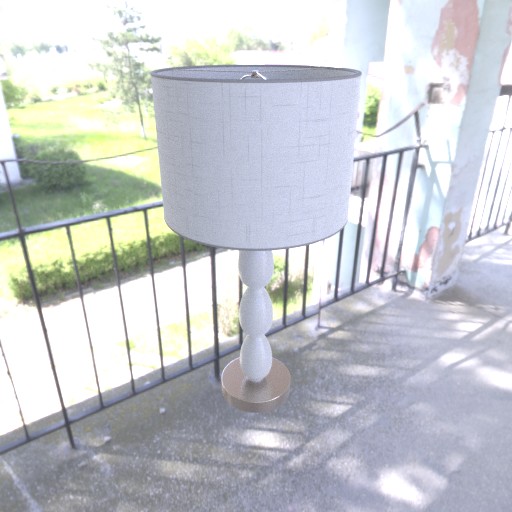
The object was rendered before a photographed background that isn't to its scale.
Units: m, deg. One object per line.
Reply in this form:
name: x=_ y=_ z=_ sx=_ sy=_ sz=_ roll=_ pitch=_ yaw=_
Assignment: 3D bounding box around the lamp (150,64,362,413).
lamp: x=0.000 y=0.000 z=0.722 sx=0.280 sy=0.559 sz=0.282 roll=-18 pitch=32 yaw=-32
